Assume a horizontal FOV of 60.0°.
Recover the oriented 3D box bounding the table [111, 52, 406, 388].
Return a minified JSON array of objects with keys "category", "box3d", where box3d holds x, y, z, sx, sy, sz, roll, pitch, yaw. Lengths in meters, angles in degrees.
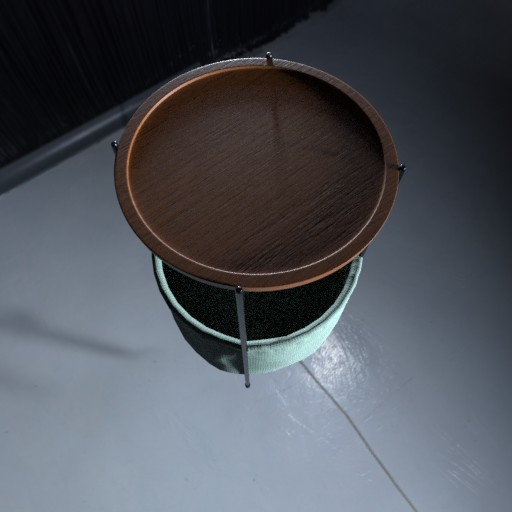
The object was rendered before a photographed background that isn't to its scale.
[{"category":"table","box3d":[0.000,0.000,0.882,0.400,0.623,0.400,-36,69,-16]}]
